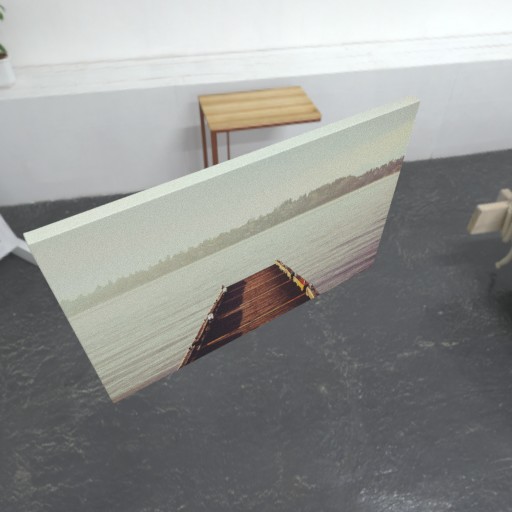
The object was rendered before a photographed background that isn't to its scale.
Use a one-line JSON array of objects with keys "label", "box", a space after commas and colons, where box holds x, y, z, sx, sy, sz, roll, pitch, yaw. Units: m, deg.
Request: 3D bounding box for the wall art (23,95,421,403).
[{"label": "wall art", "box": [0.000, 0.000, 1.421, 1.149, 0.765, 0.040, -25, 52, -21]}]
